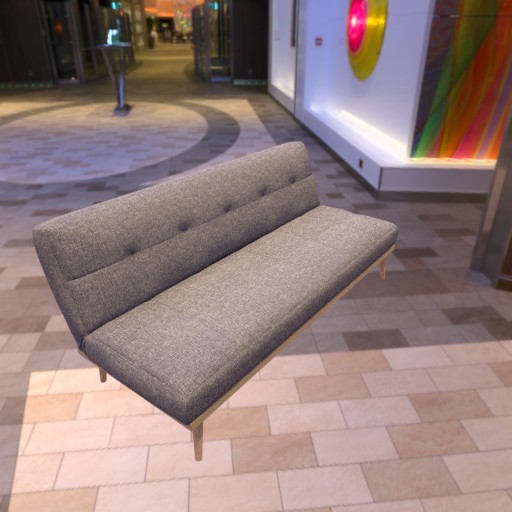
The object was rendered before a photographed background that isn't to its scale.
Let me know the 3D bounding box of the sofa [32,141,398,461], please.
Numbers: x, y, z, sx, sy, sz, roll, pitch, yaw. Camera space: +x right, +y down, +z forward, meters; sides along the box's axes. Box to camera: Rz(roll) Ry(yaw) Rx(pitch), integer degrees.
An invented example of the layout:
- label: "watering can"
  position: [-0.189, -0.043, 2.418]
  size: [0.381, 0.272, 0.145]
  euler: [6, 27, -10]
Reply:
- label: "sofa"
  position: [0.000, 0.000, 2.252]
  size: [0.820, 0.770, 1.820]
  euler: [19, 33, 33]
